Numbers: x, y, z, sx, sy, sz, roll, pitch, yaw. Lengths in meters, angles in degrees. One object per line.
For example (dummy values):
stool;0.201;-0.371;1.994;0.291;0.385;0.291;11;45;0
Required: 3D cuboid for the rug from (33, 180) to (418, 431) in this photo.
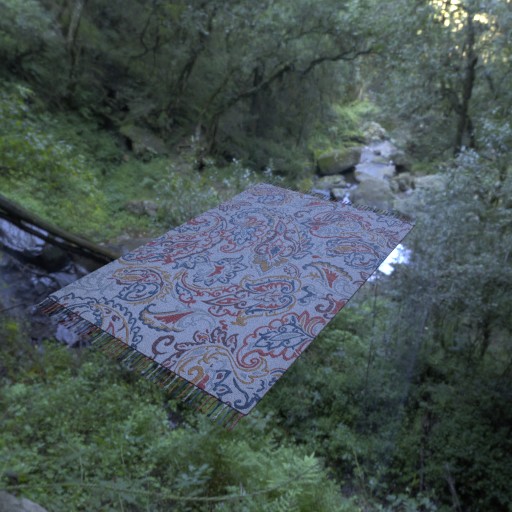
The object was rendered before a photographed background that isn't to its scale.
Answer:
rug;0.000;0.000;2.507;1.218;0.010;1.997;20;37;30
